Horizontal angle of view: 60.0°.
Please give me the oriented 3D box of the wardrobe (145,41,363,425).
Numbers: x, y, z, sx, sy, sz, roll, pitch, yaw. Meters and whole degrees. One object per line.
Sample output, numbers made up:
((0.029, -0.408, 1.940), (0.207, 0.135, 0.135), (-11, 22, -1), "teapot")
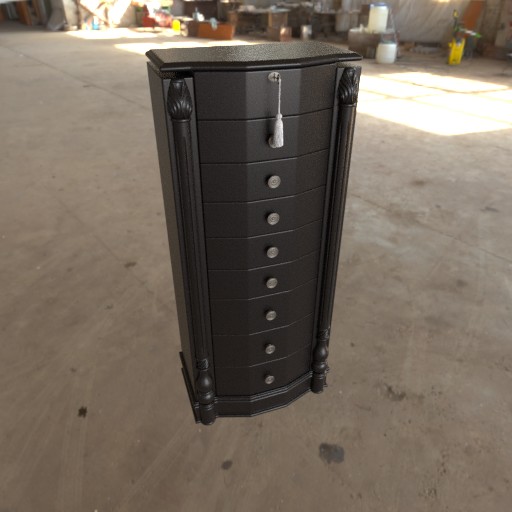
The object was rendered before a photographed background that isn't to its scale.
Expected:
((0.000, 0.000, 1.202), (0.444, 1.011, 0.295), (-10, 34, -16), "wardrobe")
